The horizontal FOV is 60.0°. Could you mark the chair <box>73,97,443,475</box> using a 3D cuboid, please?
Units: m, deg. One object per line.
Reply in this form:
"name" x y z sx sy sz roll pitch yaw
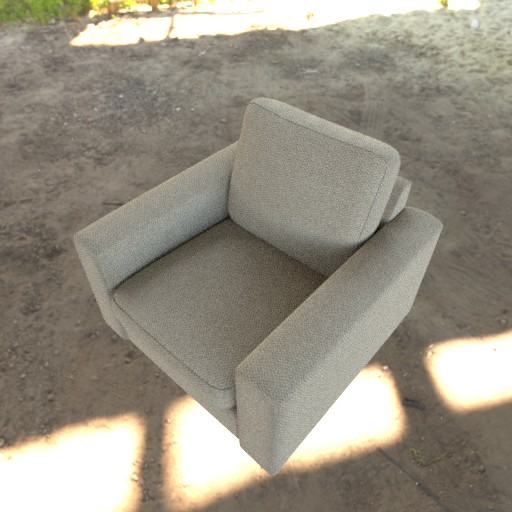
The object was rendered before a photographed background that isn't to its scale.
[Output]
"chair" 0.000 0.000 1.722 1.005 0.873 1.016 32 53 28
